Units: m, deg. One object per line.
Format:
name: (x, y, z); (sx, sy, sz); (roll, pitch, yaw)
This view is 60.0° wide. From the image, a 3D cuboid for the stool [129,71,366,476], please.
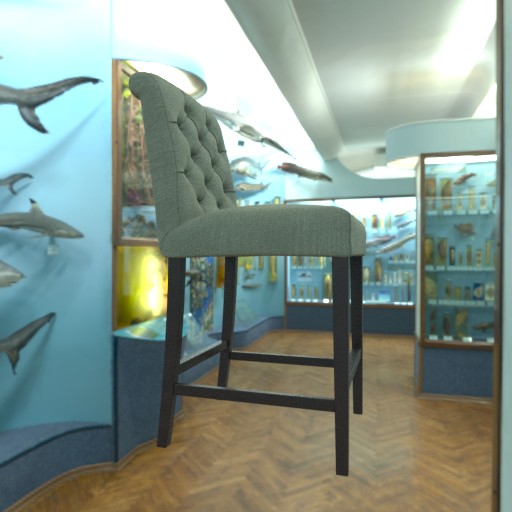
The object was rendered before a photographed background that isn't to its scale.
stool: (0.000, 0.000, 1.405); (0.660, 1.084, 0.486); (0, 0, 18)
